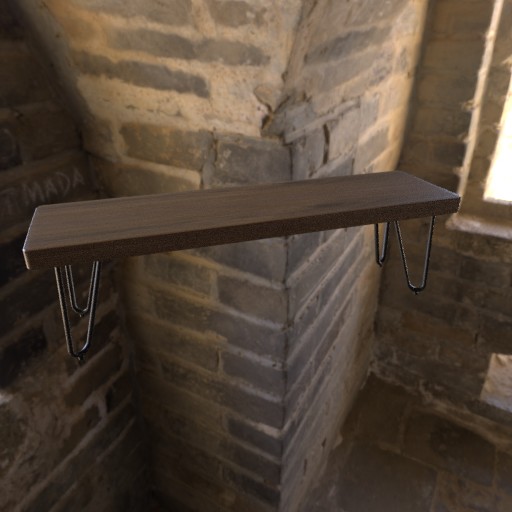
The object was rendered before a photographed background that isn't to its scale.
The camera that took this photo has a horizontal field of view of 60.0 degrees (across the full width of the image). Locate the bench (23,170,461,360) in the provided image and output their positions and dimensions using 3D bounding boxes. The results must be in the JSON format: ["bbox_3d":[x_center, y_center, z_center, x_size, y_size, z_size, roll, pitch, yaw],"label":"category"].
[{"bbox_3d":[0.000,0.000,1.783,1.570,0.462,0.425,-8,27,-17],"label":"bench"}]
